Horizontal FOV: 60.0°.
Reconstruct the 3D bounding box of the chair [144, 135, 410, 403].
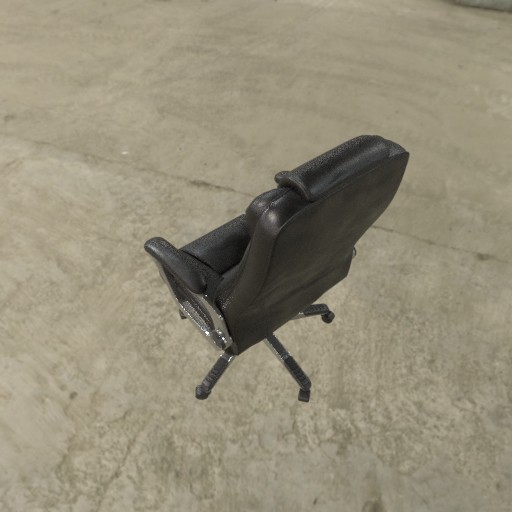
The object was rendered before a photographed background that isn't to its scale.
[{"bbox_3d":[0.000,0.000,1.527,0.697,1.075,0.689,-32,54,-27],"label":"chair"}]
